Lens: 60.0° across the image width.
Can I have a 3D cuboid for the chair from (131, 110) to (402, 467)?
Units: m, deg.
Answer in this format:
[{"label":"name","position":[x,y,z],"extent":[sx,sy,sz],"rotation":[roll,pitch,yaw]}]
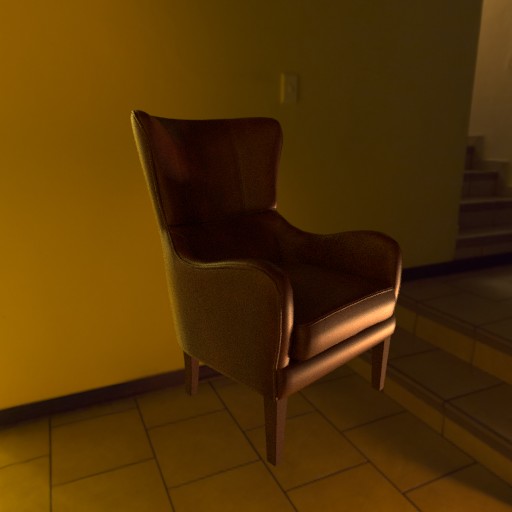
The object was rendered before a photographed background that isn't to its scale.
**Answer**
[{"label":"chair","position":[0.000,0.000,1.673],"extent":[0.692,1.048,0.914],"rotation":[-14,20,-43]}]
